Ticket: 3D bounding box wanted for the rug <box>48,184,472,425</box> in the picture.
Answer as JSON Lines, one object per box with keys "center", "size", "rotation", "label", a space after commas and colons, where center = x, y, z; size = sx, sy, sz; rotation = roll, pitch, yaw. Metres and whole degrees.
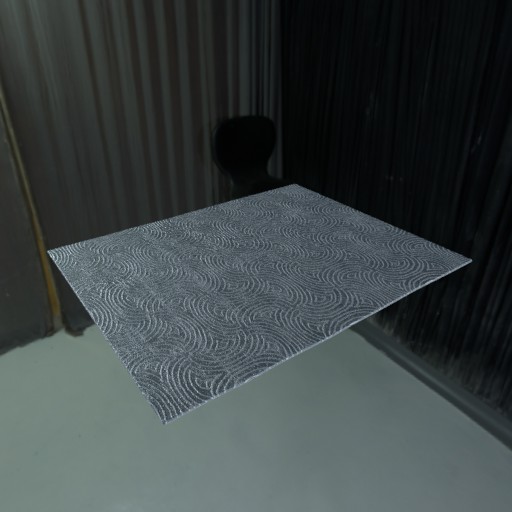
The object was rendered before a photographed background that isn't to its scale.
{"center": [0.000, 0.000, 4.068], "size": [3.042, 0.021, 2.456], "rotation": [-20, 35, -31], "label": "rug"}
